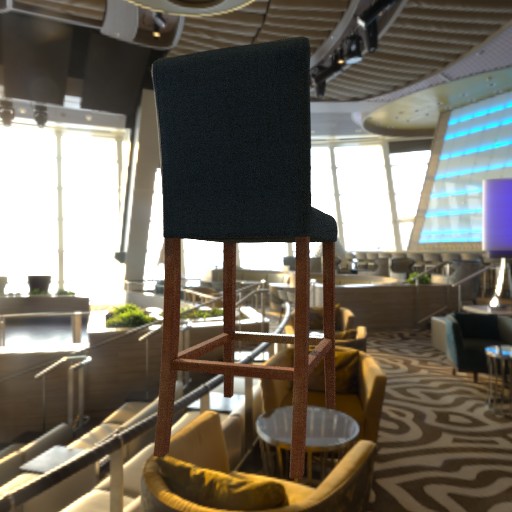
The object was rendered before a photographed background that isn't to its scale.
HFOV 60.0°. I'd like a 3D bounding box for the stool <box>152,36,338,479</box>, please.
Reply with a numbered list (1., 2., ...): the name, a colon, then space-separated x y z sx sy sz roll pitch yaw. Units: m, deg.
1. stool: 0.000 0.000 1.401 0.454 1.088 0.574 0 1 18
